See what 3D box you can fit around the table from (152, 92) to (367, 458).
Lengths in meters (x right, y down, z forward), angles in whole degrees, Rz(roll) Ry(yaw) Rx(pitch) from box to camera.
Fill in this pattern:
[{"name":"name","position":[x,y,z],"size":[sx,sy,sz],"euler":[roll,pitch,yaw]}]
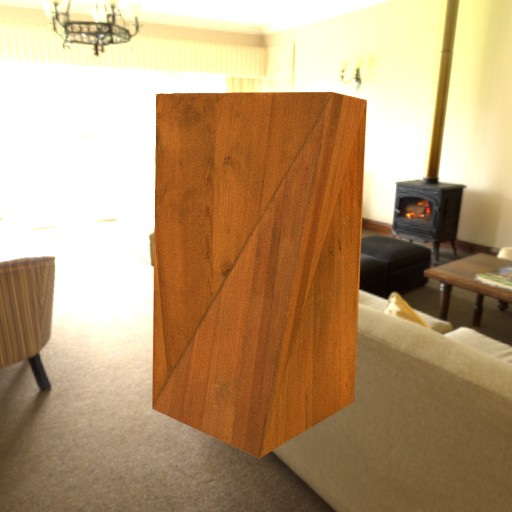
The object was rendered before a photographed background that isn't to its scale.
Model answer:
[{"name":"table","position":[0.000,0.000,0.900],"size":[0.425,0.604,0.441],"euler":[2,17,8]}]
